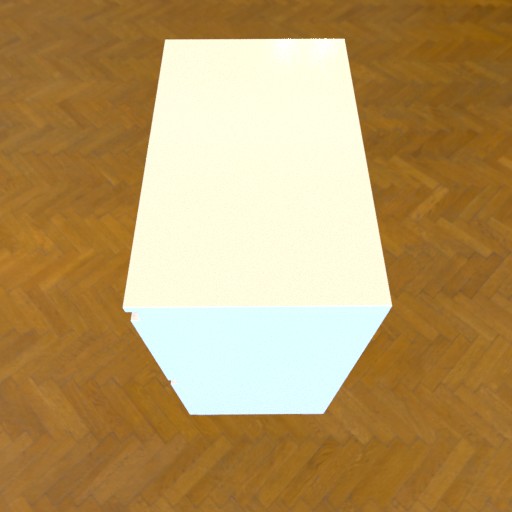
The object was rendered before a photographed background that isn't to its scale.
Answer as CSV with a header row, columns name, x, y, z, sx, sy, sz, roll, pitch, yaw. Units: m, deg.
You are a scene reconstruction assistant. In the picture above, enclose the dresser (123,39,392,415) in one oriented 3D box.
name,x,y,z,sx,sy,sz,roll,pitch,yaw
dresser,0.000,0.000,1.166,0.400,0.800,0.650,0,59,0
